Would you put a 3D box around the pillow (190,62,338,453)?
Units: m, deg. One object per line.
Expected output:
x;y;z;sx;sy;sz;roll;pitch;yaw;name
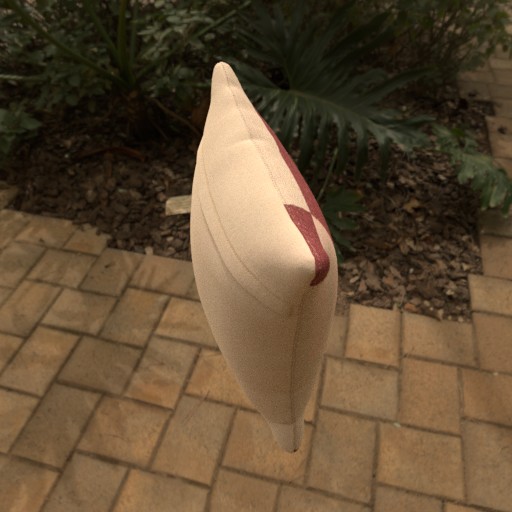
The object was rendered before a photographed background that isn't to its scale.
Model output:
0.000;0.000;0.804;0.229;0.506;0.536;-11;47;-10;pillow
